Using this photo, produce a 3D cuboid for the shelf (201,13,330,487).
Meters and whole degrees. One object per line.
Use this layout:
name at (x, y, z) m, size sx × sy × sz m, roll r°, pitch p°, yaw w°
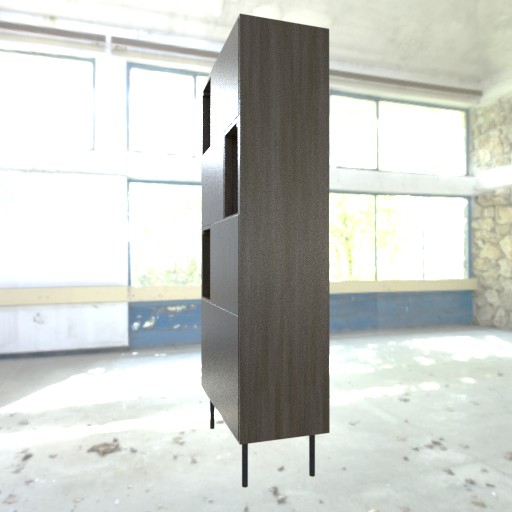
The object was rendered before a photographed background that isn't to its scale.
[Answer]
shelf at (0.000, 0.000, 1.778) m, size 0.323 × 1.545 × 0.670 m, roll 0°, pitch 0°, yaw -17°
